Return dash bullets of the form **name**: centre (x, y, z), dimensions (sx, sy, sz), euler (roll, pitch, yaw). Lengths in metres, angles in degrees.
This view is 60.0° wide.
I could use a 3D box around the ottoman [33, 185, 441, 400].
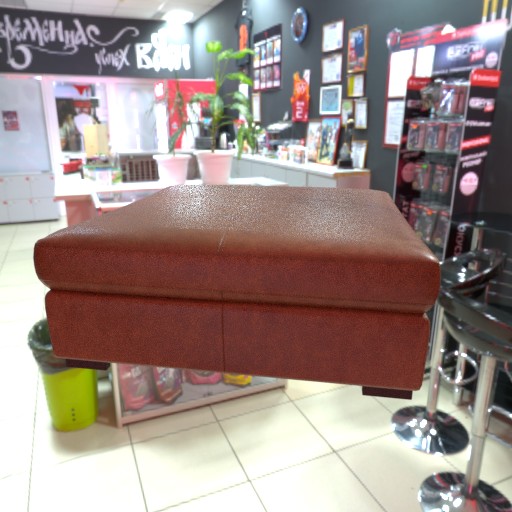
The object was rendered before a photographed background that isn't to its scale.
- **ottoman**: centre (0.000, 0.000, 1.814), dimensions (1.168, 0.483, 1.169), euler (3, 17, 9)
